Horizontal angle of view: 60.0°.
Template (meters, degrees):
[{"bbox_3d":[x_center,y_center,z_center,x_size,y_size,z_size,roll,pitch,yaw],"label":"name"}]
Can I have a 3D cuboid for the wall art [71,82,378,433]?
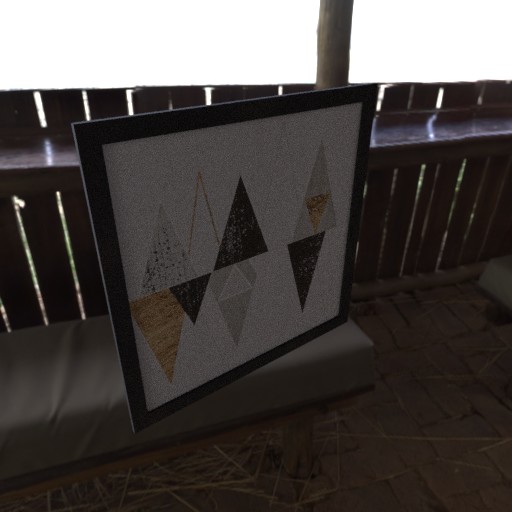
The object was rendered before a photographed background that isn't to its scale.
[{"bbox_3d":[0.000,0.000,1.214,0.823,0.823,0.013,-20,35,-31],"label":"wall art"}]
